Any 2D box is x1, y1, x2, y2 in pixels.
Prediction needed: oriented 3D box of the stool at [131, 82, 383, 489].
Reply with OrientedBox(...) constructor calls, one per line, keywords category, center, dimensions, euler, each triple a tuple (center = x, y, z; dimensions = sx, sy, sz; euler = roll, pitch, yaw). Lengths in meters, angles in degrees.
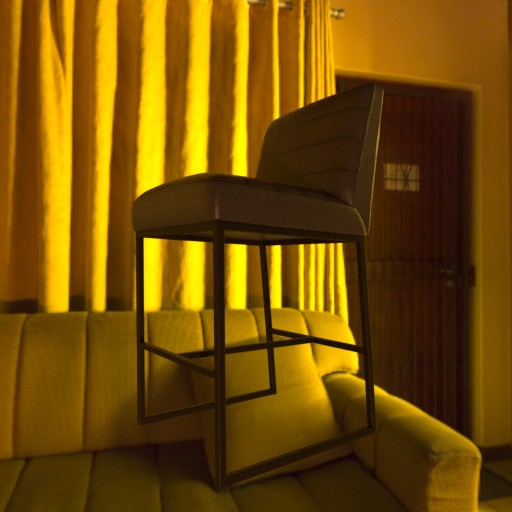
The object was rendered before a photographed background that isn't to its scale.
OrientedBox(category="stool", center=(0.000, 0.000, 1.213), dimensions=(0.552, 0.938, 0.457), euler=(0, 0, -36))
